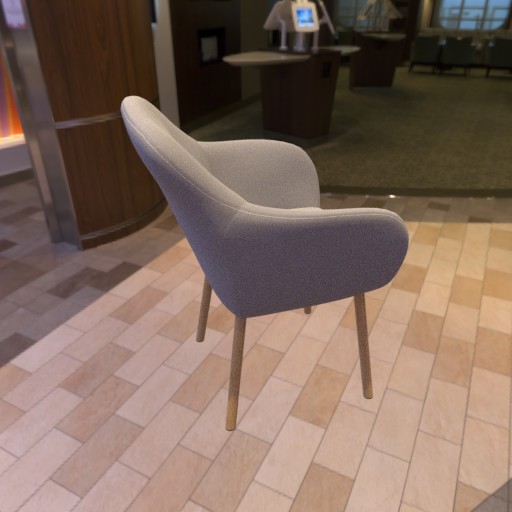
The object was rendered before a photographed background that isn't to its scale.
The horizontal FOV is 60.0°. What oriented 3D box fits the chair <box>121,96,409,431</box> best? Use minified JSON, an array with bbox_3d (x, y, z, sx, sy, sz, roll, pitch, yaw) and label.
[{"bbox_3d":[0.000,0.000,1.211,0.590,0.830,0.570,-10,32,-16],"label":"chair"}]
